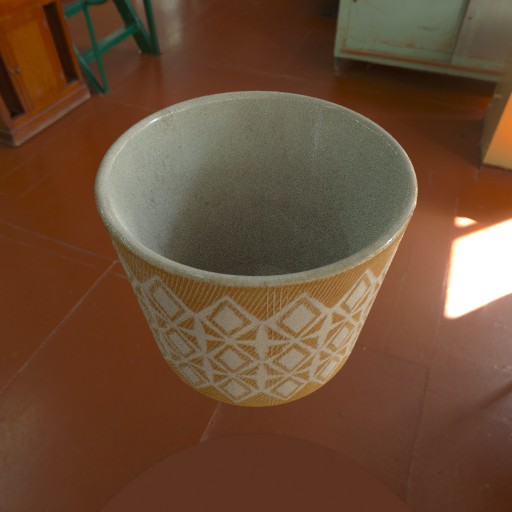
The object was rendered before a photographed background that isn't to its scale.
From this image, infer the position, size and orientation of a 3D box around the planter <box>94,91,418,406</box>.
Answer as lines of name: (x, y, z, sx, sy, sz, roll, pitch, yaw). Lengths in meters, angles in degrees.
planter: (0.000, 0.000, 0.331, 0.193, 0.165, 0.193, 0, 47, 0)
